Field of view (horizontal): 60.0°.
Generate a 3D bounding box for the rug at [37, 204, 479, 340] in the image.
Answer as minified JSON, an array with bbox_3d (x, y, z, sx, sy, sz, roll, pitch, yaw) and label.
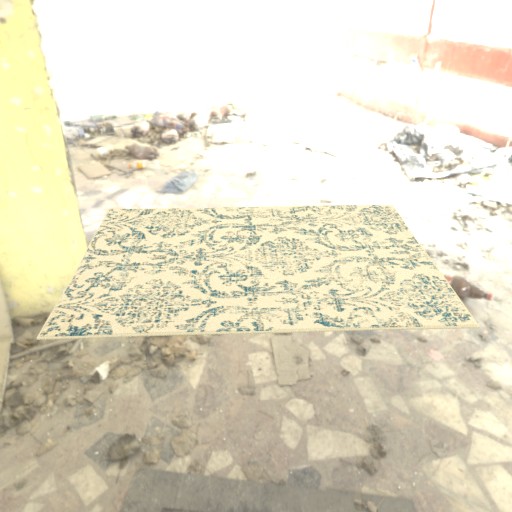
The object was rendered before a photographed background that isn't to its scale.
[{"bbox_3d":[0.000,0.000,2.344,1.831,0.012,1.213,-1,32,-2],"label":"rug"}]
